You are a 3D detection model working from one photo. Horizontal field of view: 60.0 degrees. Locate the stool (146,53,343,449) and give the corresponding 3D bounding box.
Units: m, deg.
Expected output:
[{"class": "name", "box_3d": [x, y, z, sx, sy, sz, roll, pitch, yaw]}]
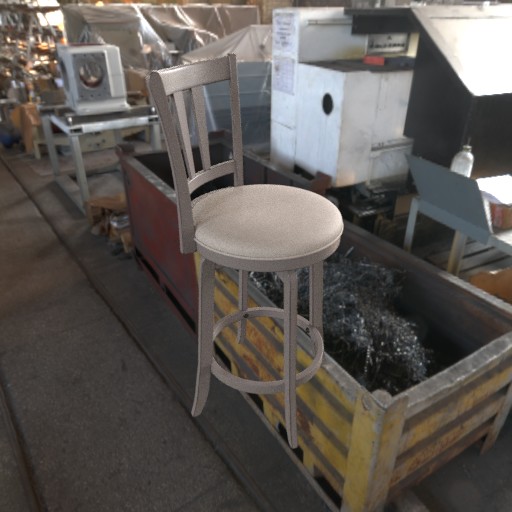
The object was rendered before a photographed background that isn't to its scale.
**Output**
[{"class": "stool", "box_3d": [0.000, 0.000, 1.277, 0.475, 1.023, 0.436, 11, 31, 18]}]
